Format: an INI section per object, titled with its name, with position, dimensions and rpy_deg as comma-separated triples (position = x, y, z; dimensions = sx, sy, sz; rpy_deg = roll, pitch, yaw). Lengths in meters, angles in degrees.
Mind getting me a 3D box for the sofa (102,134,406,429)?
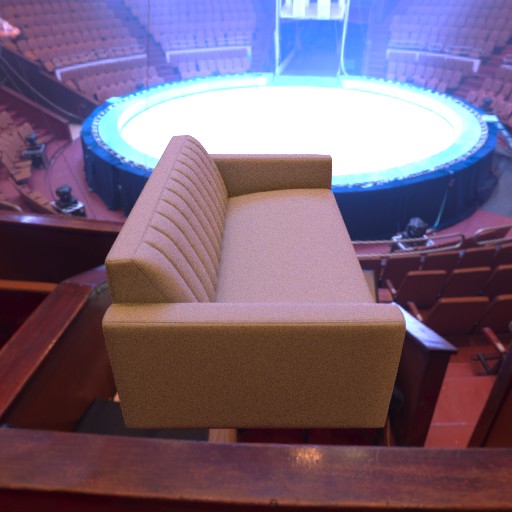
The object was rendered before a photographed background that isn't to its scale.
[sofa]
position = 0.000, 0.000, 2.128
dimensions = 0.950, 0.801, 1.585
rpy_deg = 0, 32, 0
